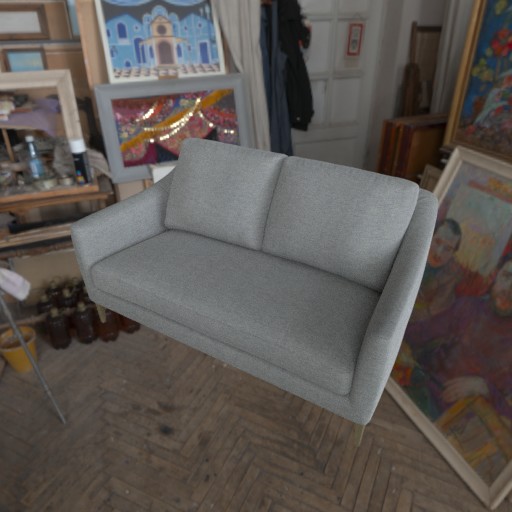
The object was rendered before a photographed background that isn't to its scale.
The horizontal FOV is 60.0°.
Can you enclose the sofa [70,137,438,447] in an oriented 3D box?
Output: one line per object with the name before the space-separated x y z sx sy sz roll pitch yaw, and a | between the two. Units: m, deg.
sofa | 0.000 0.000 2.229 1.619 0.904 0.960 17 34 27
